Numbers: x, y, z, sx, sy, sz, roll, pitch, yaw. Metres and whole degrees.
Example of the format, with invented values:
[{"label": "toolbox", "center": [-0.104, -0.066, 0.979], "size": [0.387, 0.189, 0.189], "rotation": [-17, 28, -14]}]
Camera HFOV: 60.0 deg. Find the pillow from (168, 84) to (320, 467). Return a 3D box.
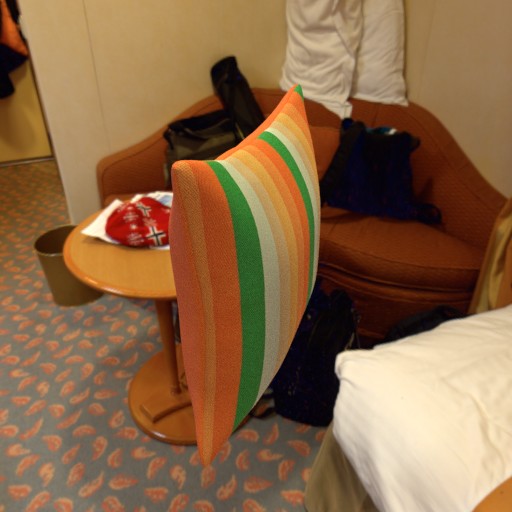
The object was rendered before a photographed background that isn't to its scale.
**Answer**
[{"label": "pillow", "center": [0.000, 0.000, 0.698], "size": [0.169, 0.444, 0.453], "rotation": [10, 32, 16]}]
